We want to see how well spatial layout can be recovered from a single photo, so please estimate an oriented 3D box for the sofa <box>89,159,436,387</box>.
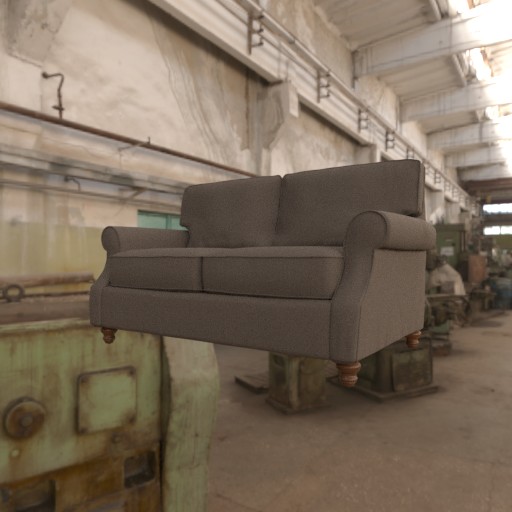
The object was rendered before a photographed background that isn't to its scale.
[{"bbox_3d":[0.000,0.000,2.308,1.665,0.937,0.964,0,0,35],"label":"sofa"}]
